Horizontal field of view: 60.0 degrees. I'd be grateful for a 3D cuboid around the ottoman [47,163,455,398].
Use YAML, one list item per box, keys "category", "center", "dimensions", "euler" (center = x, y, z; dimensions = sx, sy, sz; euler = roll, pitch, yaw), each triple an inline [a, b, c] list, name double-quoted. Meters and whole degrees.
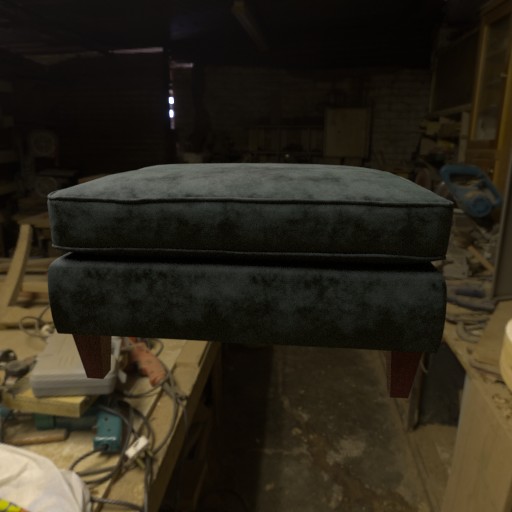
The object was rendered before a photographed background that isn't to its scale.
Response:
- category: "ottoman"
  center: [0.000, 0.000, 1.228]
  dimensions: [0.864, 0.495, 0.632]
  euler: [2, 16, 6]
